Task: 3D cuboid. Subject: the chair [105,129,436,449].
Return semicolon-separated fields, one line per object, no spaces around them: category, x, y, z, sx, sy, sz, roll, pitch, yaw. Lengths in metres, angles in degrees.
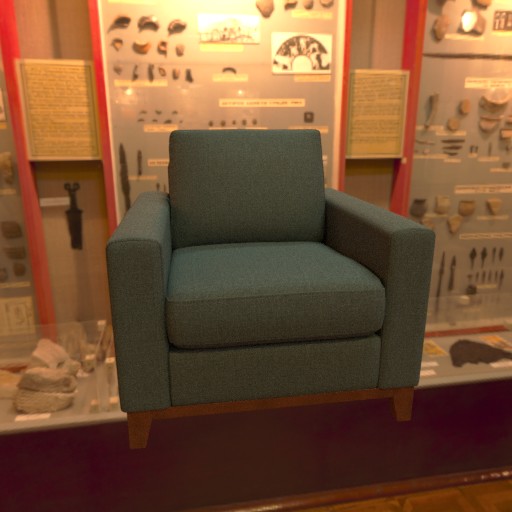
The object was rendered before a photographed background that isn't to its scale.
chair;0.000;0.000;1.833;1.024;1.010;1.038;-2;16;-9
